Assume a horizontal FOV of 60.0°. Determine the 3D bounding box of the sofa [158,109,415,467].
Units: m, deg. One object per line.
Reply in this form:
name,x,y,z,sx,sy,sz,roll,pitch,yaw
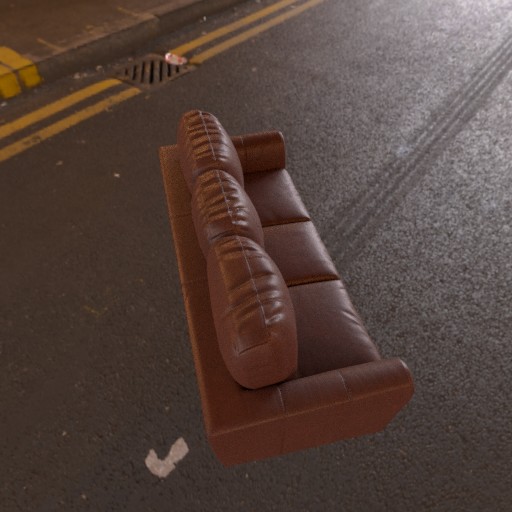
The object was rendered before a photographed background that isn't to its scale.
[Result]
sofa,0.000,0.000,2.288,0.802,0.915,1.862,-10,47,-10
